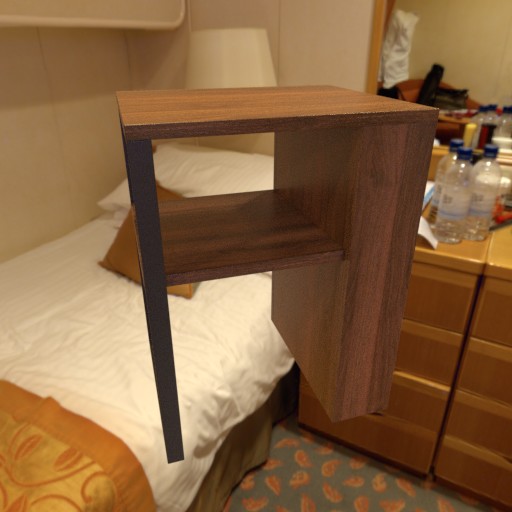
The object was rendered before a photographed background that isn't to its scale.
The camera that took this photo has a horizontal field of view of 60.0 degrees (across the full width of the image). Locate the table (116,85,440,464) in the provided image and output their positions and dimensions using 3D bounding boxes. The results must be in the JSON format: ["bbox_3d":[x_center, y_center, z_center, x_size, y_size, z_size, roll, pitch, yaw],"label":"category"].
[{"bbox_3d":[0.000,0.000,1.548,0.786,1.041,0.660,-8,27,-15],"label":"table"}]
